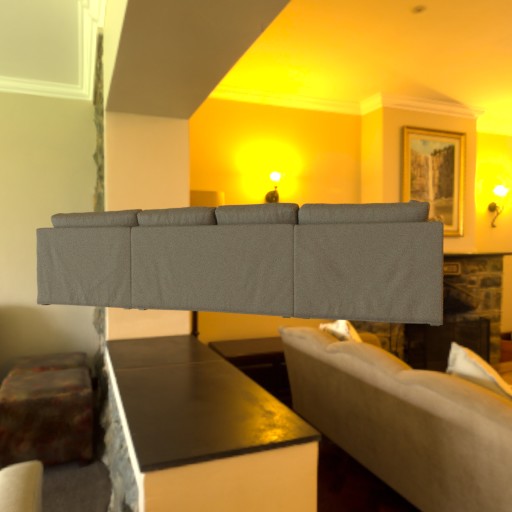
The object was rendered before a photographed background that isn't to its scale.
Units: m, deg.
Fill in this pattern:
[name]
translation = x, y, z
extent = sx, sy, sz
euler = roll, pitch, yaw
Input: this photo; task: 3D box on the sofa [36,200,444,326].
[sofa]
translation = 0.000, 0.000, 4.616
extent = 3.460, 0.882, 2.427
euler = 0, 1, 19
